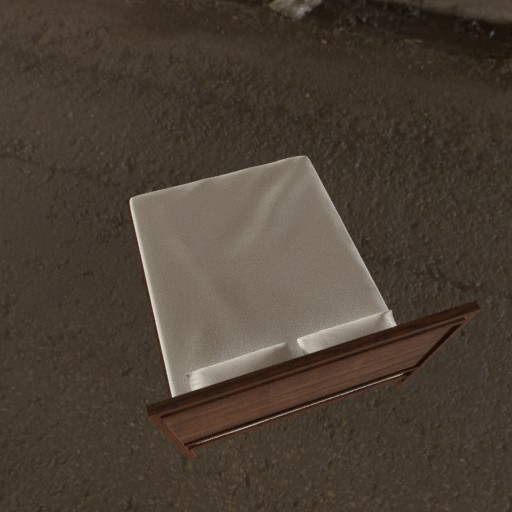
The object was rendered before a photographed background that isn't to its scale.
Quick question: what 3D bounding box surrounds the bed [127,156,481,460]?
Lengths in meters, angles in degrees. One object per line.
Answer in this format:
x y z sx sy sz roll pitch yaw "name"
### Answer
0.000 0.000 3.362 1.765 1.487 2.218 -15 60 -9 "bed"
